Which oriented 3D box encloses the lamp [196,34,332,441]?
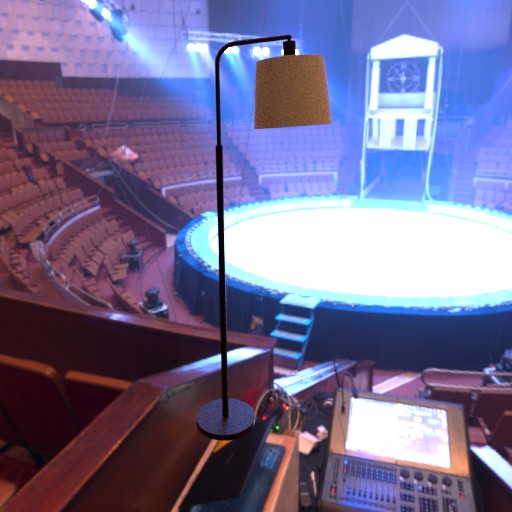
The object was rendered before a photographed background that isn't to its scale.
[{"bbox_3d":[0.000,0.000,1.637,0.508,1.478,0.254,3,17,10],"label":"lamp"}]
